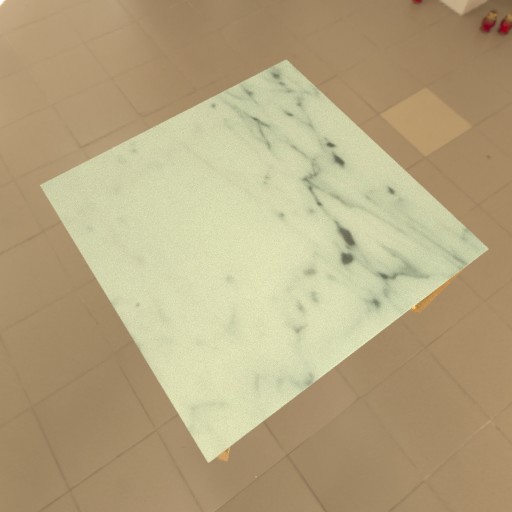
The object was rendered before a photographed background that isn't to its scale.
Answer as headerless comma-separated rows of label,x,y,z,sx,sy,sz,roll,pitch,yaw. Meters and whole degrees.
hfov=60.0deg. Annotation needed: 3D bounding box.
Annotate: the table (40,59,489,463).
table,0.000,0.000,1.304,0.800,0.450,0.800,-33,68,-15
